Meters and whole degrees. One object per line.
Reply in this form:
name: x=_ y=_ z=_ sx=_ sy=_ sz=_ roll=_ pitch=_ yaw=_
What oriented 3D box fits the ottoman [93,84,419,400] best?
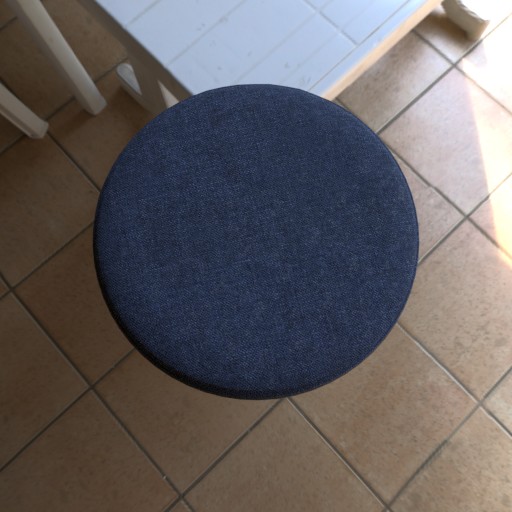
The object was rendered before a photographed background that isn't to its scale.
ottoman: x=0.000 y=0.000 z=0.879 sx=0.520 sy=0.430 sz=0.520 roll=0 pitch=77 yaw=0
